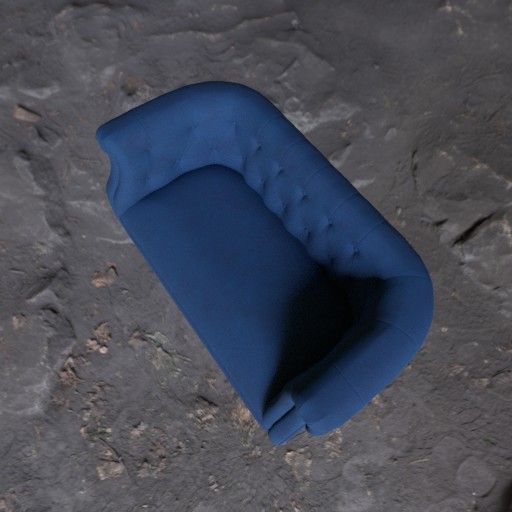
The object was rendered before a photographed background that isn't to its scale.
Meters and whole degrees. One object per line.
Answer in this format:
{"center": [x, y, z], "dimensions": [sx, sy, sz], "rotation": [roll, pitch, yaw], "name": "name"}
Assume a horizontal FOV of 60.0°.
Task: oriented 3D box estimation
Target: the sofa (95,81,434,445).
{"center": [0.000, 0.000, 2.059], "dimensions": [0.835, 0.827, 1.558], "rotation": [-34, 70, -14], "name": "sofa"}
